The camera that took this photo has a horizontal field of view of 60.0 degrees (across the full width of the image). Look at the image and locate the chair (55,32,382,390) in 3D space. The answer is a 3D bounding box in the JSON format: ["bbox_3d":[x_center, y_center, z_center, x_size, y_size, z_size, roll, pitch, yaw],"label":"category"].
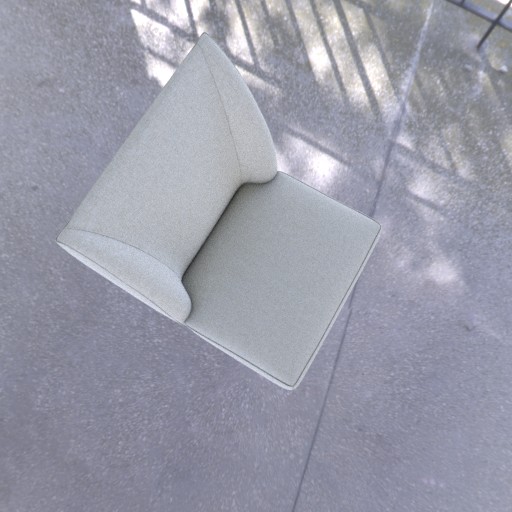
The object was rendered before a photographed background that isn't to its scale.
[{"bbox_3d":[0.000,0.000,1.159,0.522,0.863,0.508,30,79,7],"label":"chair"}]
